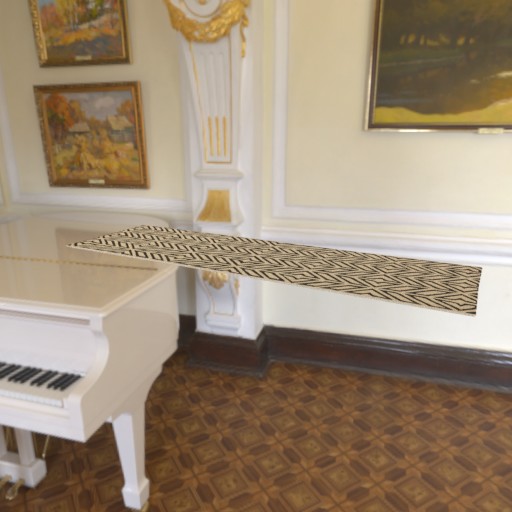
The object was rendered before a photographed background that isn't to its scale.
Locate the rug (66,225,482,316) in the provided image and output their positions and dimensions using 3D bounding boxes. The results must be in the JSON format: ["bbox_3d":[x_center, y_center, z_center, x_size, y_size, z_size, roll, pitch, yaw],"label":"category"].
[{"bbox_3d":[0.000,0.000,2.681,2.435,0.009,0.750,8,18,27],"label":"rug"}]
